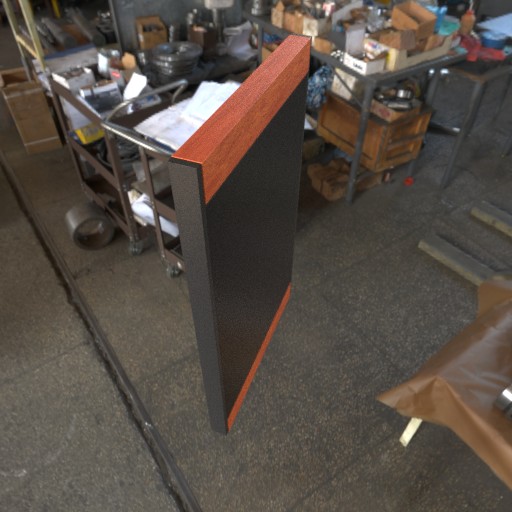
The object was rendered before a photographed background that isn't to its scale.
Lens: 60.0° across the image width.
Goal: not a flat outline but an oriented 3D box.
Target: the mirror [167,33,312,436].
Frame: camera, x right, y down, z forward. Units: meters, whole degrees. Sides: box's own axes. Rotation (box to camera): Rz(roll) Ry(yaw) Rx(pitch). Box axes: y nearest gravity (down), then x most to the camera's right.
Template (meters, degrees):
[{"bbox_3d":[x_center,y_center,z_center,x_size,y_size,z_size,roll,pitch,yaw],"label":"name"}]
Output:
[{"bbox_3d":[0.000,0.000,1.044,0.047,0.823,0.525,16,47,15],"label":"mirror"}]
